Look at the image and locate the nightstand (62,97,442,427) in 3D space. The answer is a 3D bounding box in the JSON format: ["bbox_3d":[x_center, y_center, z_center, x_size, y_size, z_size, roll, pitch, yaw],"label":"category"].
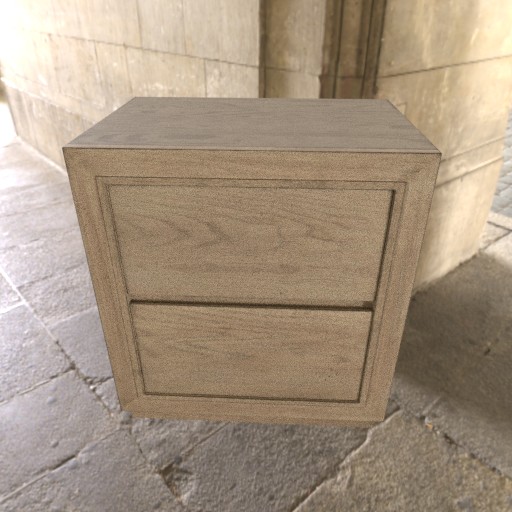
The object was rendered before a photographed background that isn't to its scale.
[{"bbox_3d":[0.000,0.000,1.085,0.612,0.673,0.483,1,30,3],"label":"nightstand"}]
